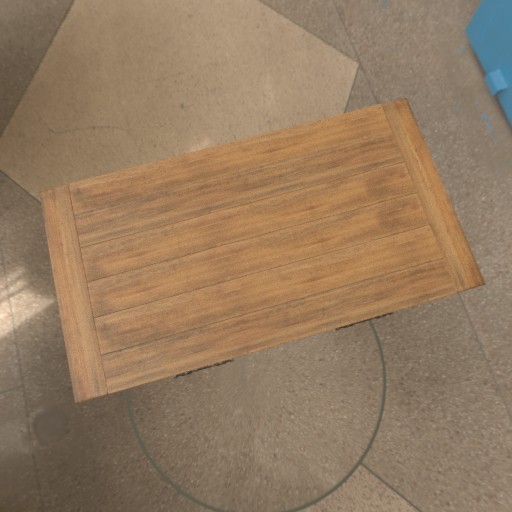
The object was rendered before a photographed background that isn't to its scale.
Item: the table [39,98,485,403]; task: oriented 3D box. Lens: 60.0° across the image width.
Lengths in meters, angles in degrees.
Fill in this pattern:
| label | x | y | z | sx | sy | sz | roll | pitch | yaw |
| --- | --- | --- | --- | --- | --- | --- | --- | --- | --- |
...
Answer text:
| label | x | y | z | sx | sy | sz | roll | pitch | yaw |
| --- | --- | --- | --- | --- | --- | --- | --- | --- | --- |
| table | 0.000 | 0.000 | 1.632 | 1.270 | 0.494 | 0.693 | -15 | 76 | -4 |
